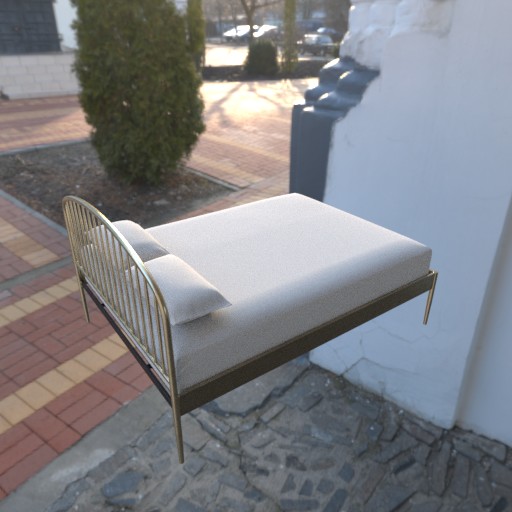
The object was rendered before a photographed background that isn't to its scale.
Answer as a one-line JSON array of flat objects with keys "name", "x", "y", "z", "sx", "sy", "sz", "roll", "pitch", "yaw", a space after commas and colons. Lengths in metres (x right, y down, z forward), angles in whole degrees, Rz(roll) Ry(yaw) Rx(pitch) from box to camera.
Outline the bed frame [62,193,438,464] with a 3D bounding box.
[{"name": "bed frame", "x": 0.000, "y": 0.000, "z": 3.212, "sx": 2.152, "sy": 1.175, "sz": 1.612, "roll": -18, "pitch": 32, "yaw": -32}]
